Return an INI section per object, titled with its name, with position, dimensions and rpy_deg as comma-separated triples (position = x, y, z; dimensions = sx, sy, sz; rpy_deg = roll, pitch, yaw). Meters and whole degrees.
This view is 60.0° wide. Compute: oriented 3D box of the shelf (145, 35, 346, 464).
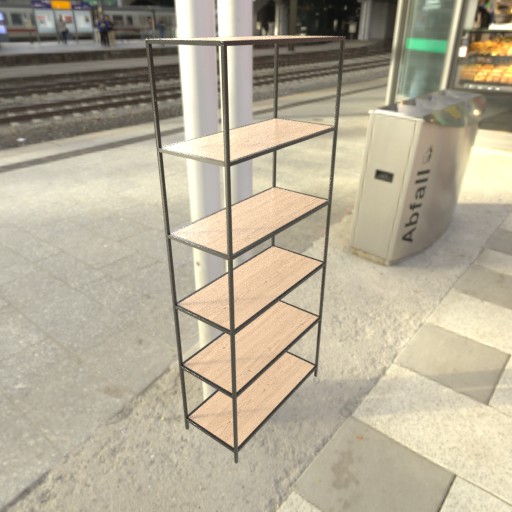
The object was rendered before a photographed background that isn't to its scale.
[shelf]
position = 0.000, 0.000, 2.092
dimensions = 0.350, 1.850, 0.770
rpy_deg = 19, 33, 33
